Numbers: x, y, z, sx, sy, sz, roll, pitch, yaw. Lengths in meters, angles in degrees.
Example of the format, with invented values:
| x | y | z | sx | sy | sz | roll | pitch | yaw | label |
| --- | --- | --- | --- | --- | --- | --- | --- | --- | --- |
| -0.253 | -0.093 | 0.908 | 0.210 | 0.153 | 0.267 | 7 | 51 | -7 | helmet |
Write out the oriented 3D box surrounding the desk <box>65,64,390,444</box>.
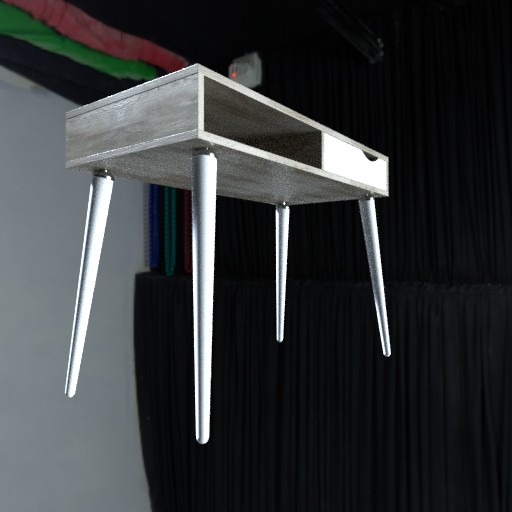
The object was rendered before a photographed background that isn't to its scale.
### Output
| x | y | z | sx | sy | sz | roll | pitch | yaw | label |
| --- | --- | --- | --- | --- | --- | --- | --- | --- | --- |
| 0.000 | 0.000 | 1.370 | 0.491 | 0.723 | 0.979 | 0 | -1 | 37 | desk |
